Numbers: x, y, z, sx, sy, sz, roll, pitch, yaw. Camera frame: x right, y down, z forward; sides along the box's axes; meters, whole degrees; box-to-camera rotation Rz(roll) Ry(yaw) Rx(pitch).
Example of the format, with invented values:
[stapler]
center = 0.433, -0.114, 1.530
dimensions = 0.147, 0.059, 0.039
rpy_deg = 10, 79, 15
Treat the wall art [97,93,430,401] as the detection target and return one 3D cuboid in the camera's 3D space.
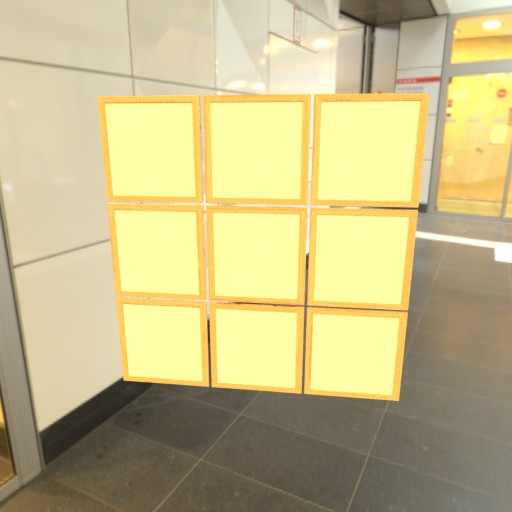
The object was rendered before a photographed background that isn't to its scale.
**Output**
[wall art]
center = 0.000, 0.000, 1.780
dimensions = 1.214, 1.219, 0.013
rpy_deg = 2, 16, 7
